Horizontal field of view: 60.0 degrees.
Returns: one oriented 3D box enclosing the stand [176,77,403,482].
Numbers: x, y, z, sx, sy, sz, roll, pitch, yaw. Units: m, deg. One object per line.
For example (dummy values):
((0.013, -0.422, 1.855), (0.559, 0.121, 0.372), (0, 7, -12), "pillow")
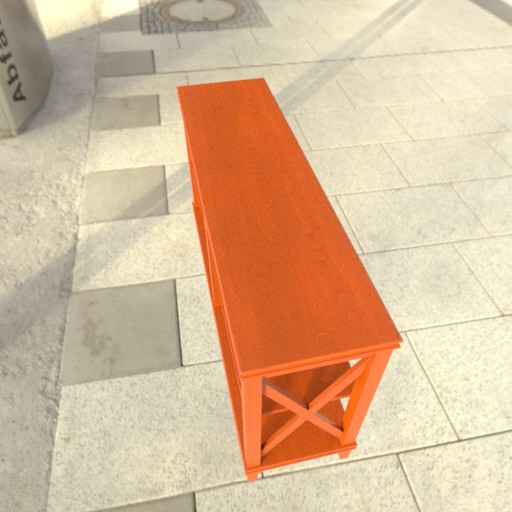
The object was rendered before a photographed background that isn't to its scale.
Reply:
((0.000, 0.000, 1.716), (0.381, 0.762, 1.372), (-9, 47, -9), "stand")
